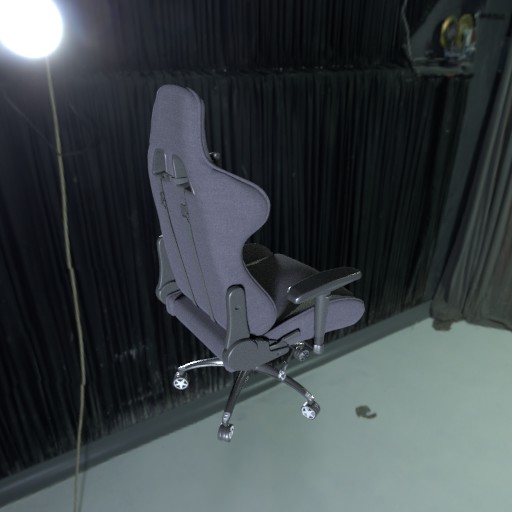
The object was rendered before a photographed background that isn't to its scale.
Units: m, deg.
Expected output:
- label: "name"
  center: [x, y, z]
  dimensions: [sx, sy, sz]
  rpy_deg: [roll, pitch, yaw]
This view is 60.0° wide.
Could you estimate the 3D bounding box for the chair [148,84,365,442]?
- label: "chair"
  center: [0.000, 0.000, 1.754]
  dimensions: [0.695, 1.300, 0.730]
  rpy_deg: [-18, 32, -32]
